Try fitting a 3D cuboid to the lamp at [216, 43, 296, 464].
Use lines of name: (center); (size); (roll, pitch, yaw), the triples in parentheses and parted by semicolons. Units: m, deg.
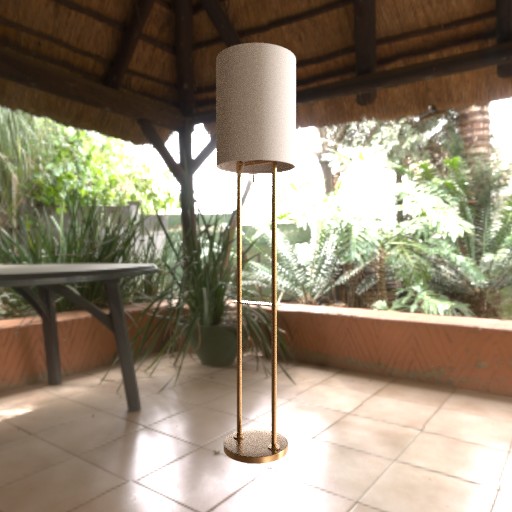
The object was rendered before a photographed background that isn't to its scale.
lamp: (0.000, 0.000, 1.716); (0.306, 1.500, 0.305); (1, 1, 35)
